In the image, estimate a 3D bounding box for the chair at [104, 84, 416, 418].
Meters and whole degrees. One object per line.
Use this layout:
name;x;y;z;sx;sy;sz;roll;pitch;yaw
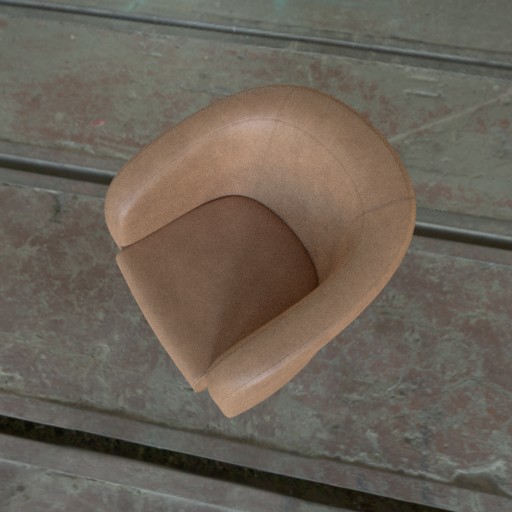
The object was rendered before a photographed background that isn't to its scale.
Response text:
chair;0.000;0.000;1.480;0.815;0.771;0.791;-32;68;-15
